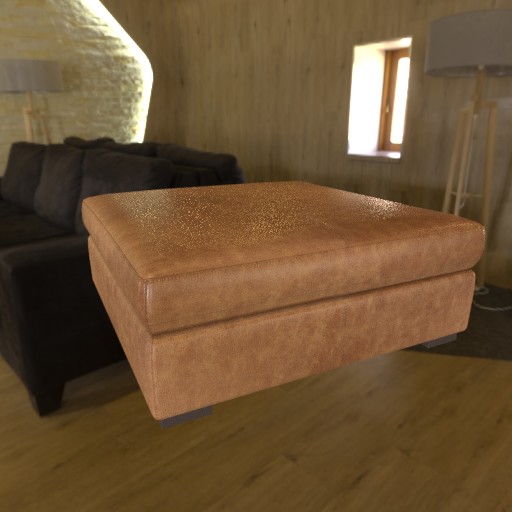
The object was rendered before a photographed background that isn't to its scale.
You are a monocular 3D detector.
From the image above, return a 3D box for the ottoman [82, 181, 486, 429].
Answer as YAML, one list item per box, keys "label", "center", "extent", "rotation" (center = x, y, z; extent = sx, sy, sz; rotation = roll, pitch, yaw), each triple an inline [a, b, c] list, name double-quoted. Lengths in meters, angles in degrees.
- label: "ottoman"
  center: [0.000, 0.000, 1.777]
  extent: [1.168, 0.483, 1.169]
  rotation: [-8, 19, -25]
